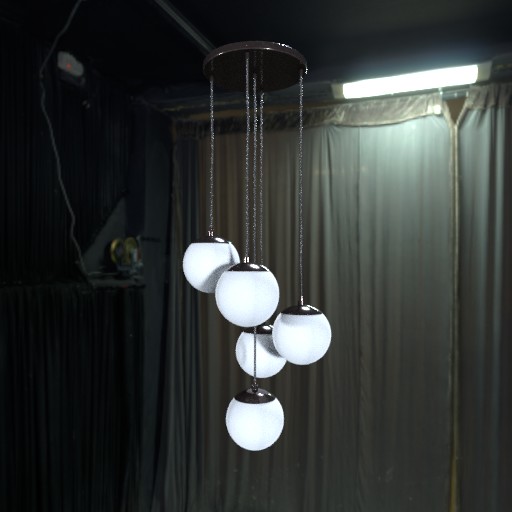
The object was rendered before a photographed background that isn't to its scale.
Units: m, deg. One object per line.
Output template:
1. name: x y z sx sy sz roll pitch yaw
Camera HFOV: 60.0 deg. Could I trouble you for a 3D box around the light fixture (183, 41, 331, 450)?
1. light fixture: 0.000 0.000 1.478 0.489 1.271 0.484 0 -1 19
